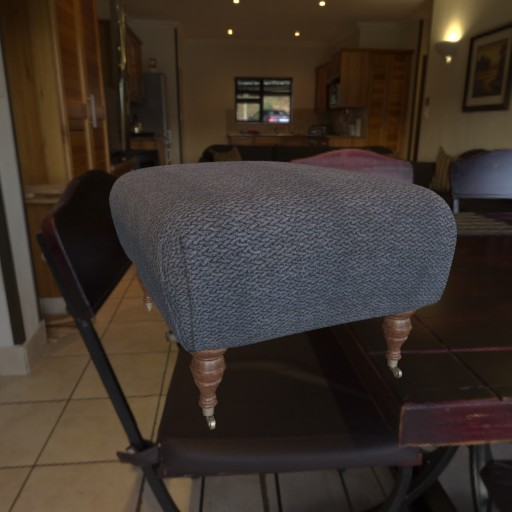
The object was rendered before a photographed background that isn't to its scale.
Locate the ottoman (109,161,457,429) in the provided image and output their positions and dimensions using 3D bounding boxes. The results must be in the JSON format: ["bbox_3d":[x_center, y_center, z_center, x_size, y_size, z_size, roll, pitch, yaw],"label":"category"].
[{"bbox_3d":[0.000,0.000,1.114,0.622,0.450,0.747,-7,17,-23],"label":"ottoman"}]
